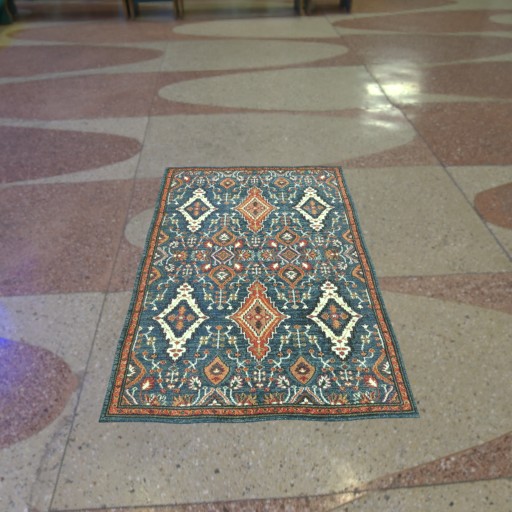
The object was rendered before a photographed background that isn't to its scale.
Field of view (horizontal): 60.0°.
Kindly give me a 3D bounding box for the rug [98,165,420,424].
[{"bbox_3d":[0.000,0.000,4.229,2.190,0.008,3.371,-1,41,-1],"label":"rug"}]
